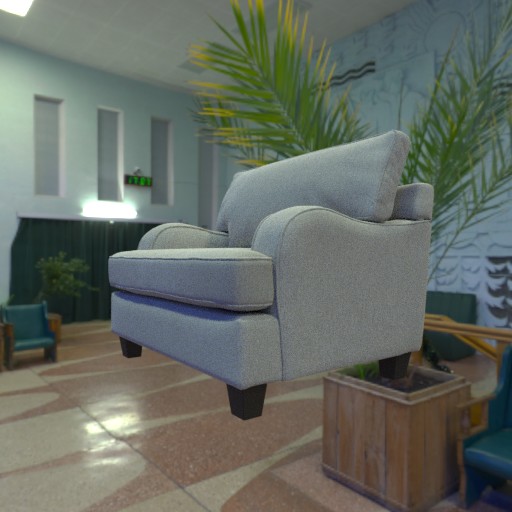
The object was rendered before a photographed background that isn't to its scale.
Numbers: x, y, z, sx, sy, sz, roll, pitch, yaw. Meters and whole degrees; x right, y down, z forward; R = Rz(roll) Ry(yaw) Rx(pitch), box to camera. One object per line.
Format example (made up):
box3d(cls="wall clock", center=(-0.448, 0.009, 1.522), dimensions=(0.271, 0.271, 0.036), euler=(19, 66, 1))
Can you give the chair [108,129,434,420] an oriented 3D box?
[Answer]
box3d(cls="chair", center=(0.000, 0.000, 2.068), dimensions=(1.041, 1.016, 1.220), euler=(0, 0, -36))
